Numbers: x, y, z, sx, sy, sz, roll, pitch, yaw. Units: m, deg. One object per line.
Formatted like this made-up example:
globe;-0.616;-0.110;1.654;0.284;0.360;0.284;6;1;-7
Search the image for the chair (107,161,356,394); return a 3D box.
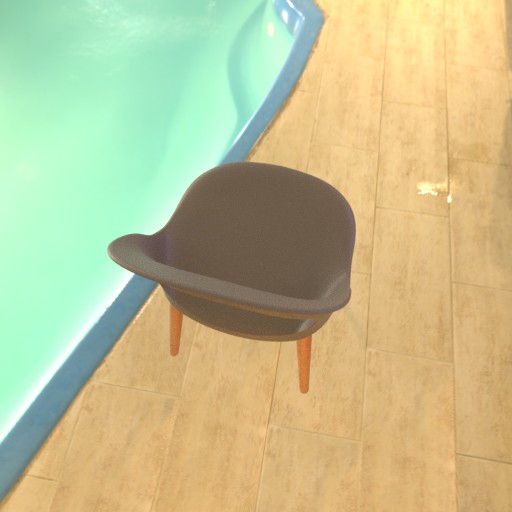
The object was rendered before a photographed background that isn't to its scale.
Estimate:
chair;0.000;0.000;1.124;0.470;0.795;0.556;14;64;7
